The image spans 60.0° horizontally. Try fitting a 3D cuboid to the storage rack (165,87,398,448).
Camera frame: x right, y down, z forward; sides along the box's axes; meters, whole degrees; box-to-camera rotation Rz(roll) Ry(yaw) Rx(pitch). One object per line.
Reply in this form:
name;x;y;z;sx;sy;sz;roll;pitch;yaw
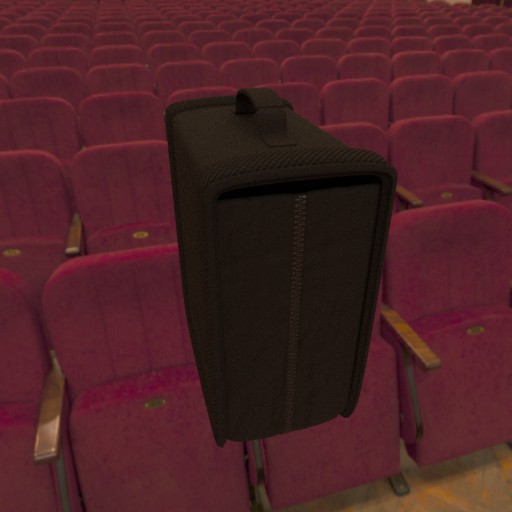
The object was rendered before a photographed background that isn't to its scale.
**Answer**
storage rack;0.000;0.000;0.544;0.168;0.387;0.297;-8;31;-13
